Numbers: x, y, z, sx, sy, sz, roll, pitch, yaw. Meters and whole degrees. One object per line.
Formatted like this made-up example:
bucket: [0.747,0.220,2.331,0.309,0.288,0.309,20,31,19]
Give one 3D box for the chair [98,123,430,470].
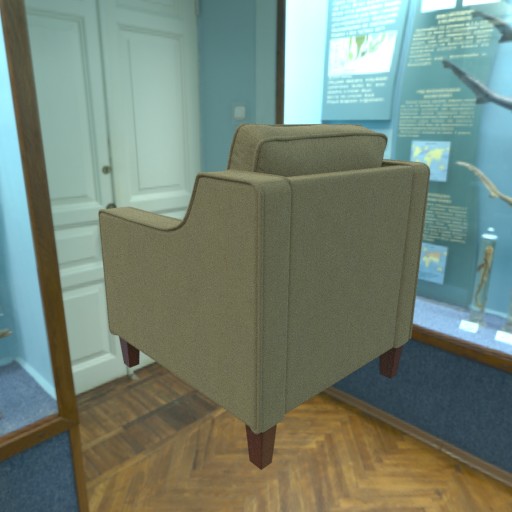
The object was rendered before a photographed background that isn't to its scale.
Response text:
chair: [0.000,0.000,1.684,0.831,0.960,0.909,-15,21,-41]
